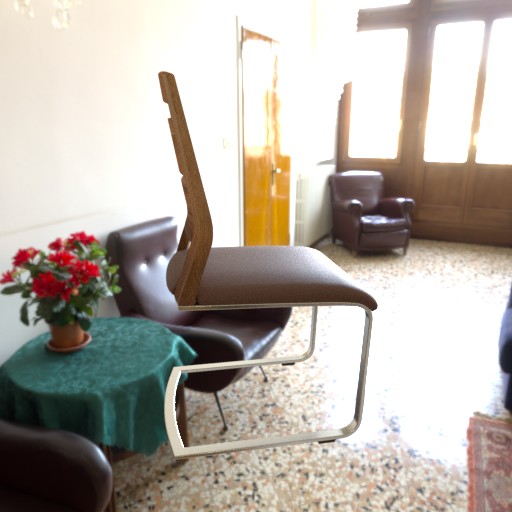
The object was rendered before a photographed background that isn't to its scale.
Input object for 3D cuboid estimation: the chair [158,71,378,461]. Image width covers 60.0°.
[{"bbox_3d":[0.000,0.000,1.279,0.570,0.970,0.460,-3,16,-10],"label":"chair"}]
